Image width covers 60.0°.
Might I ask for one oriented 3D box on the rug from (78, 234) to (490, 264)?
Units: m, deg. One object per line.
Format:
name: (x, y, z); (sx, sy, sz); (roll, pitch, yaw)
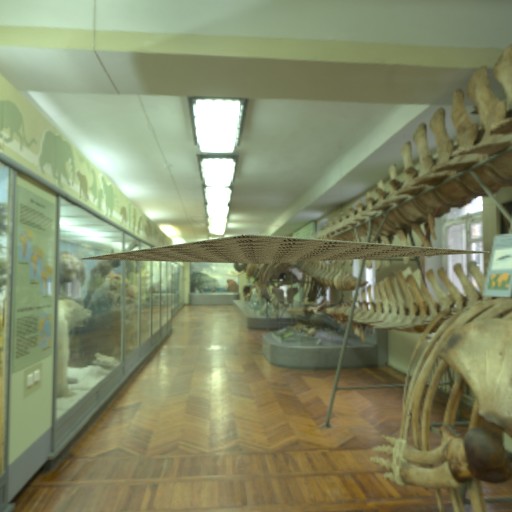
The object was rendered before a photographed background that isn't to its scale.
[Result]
rug: (0.000, 0.000, 4.028); (2.330, 0.010, 3.061); (2, -4, -36)
